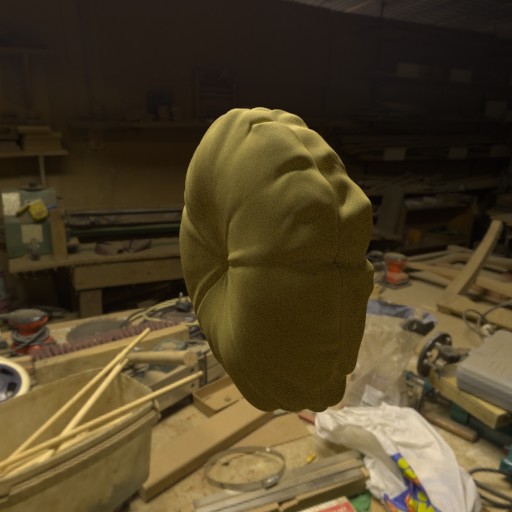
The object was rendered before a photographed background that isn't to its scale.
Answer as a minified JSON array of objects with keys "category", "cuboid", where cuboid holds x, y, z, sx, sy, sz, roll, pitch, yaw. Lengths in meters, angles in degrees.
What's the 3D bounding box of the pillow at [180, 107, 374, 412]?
[{"category":"pillow","cuboid":[0.000,0.000,0.641,0.148,0.407,0.428,-8,18,-26]}]
